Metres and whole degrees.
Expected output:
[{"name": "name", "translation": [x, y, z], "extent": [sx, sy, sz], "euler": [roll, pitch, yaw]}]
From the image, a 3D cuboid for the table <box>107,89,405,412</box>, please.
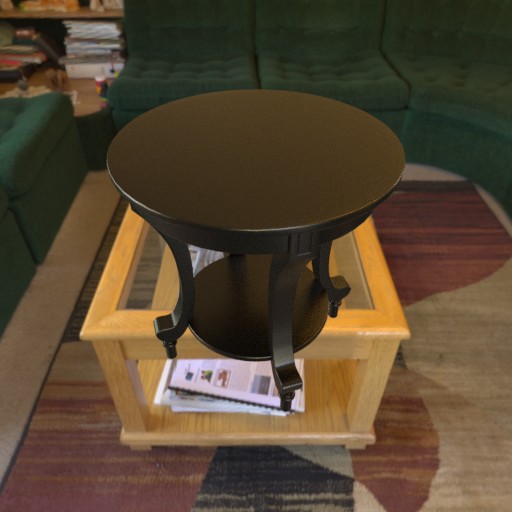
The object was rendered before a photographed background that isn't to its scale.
[{"name": "table", "translation": [0.000, 0.000, 1.112], "extent": [0.597, 0.618, 0.597], "euler": [0, 40, 0]}]
